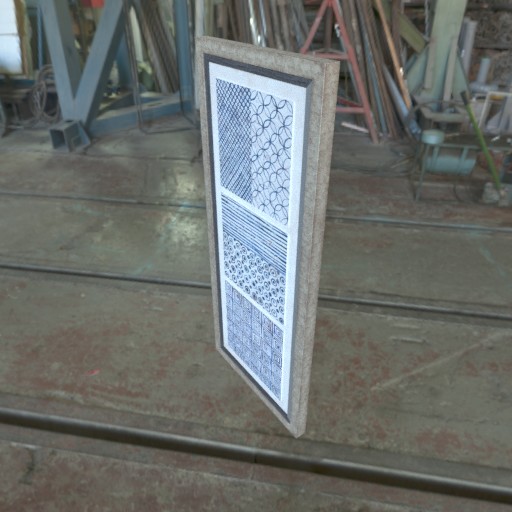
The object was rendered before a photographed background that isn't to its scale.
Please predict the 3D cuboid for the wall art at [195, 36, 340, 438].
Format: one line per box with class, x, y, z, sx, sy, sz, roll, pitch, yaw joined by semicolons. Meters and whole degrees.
wall art;0.000;0.000;1.699;0.051;1.461;0.648;-21;38;-29
